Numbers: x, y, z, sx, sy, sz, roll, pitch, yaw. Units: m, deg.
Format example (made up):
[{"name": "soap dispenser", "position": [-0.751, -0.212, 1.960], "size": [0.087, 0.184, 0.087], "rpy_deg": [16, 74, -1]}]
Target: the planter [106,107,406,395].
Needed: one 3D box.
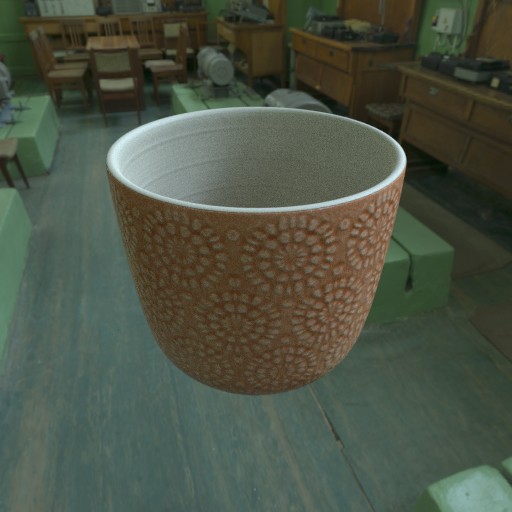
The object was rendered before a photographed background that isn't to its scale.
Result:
[{"name": "planter", "position": [0.000, 0.000, 0.368], "size": [0.208, 0.190, 0.208], "rpy_deg": [0, 33, 0]}]
